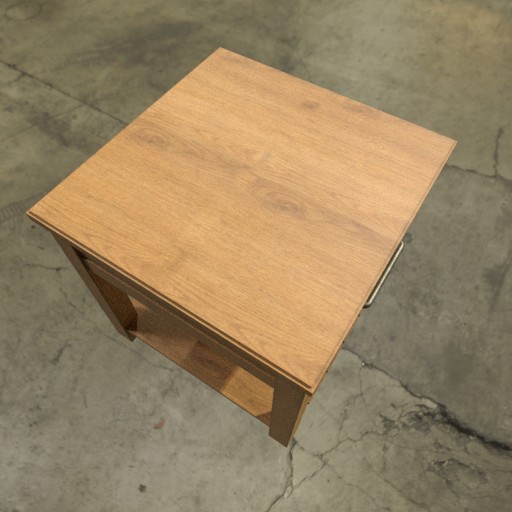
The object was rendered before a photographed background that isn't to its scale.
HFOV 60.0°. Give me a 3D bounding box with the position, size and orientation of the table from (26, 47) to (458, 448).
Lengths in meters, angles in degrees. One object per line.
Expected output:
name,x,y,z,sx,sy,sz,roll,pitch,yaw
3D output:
table,0.000,0.000,1.111,0.612,0.593,0.616,29,62,17
